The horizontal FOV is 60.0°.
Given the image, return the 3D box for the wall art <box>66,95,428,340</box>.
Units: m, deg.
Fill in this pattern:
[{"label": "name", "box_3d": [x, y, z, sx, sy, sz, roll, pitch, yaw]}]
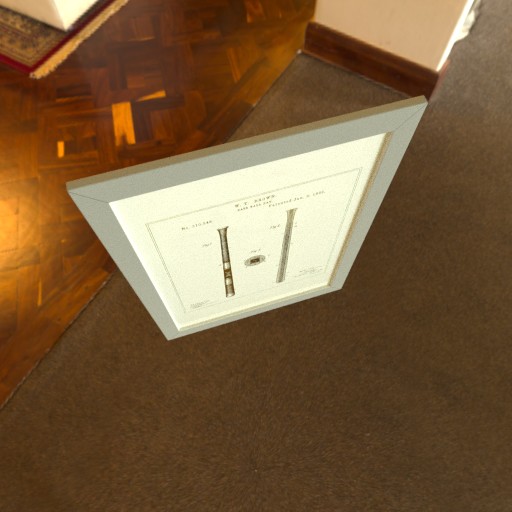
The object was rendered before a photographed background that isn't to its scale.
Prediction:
[{"label": "wall art", "box_3d": [0.000, 0.000, 0.679, 0.374, 0.529, 0.012, -16, 65, -8]}]
